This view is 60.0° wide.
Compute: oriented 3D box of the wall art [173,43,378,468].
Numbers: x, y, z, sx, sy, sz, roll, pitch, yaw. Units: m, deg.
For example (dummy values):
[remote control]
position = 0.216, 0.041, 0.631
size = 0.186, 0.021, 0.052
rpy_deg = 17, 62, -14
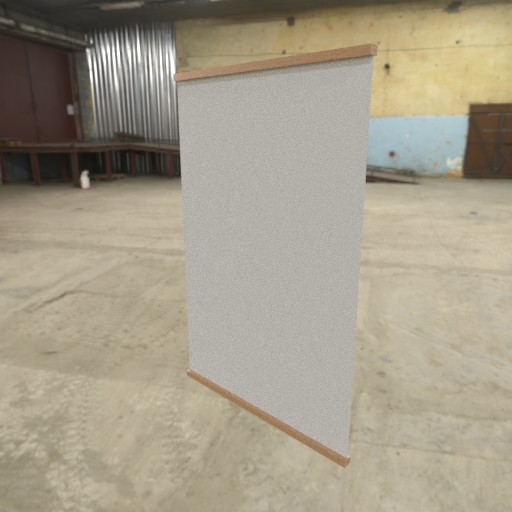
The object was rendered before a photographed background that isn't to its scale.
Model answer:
[wall art]
position = 0.000, 0.000, 0.755
size = 0.401, 0.611, 0.016
rpy_deg = 14, 21, 42
